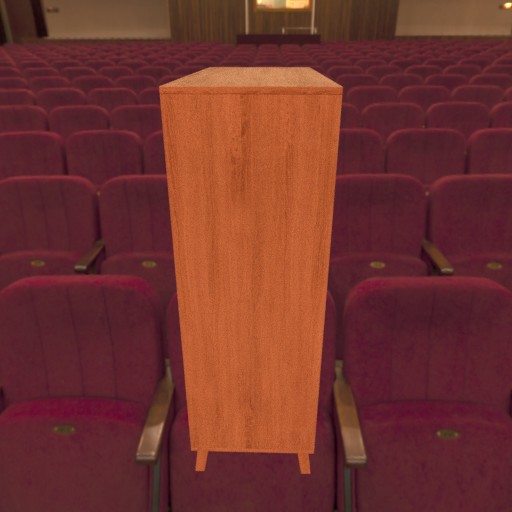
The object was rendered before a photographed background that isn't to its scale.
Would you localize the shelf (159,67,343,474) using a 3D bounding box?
[{"bbox_3d":[0.000,0.000,1.827,0.450,1.390,1.000,1,26,1],"label":"shelf"}]
